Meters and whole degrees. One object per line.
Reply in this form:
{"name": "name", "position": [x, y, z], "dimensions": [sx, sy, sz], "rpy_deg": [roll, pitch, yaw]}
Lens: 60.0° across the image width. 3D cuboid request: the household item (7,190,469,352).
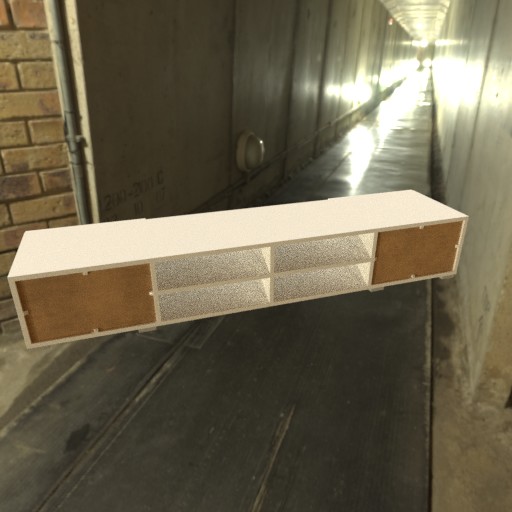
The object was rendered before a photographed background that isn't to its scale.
{"name": "household item", "position": [0.000, 0.000, 1.958], "dimensions": [1.850, 0.310, 0.420], "rpy_deg": [-8, 27, -16]}
